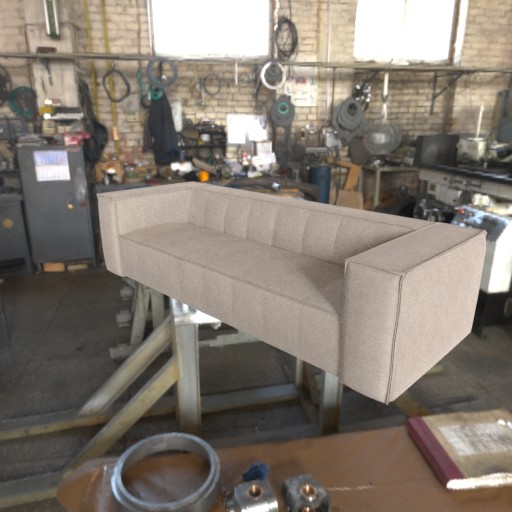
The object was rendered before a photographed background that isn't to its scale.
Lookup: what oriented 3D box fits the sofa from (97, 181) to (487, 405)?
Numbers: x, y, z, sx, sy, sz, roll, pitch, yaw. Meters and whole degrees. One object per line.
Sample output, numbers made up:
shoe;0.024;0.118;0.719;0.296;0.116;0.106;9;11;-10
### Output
sofa;0.000;0.000;3.096;2.697;0.680;1.038;17;24;42
